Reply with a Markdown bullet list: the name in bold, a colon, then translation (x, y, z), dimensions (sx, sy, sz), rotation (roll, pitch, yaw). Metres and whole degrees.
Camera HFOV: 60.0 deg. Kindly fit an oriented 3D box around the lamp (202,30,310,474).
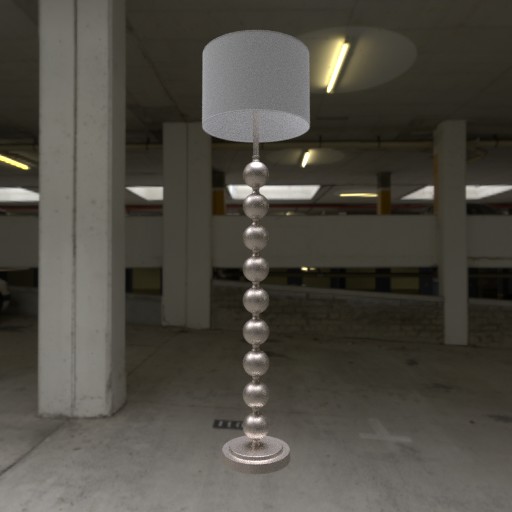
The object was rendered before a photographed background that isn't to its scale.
- **lamp**: translation (0.000, 0.000, 1.625), dimensions (0.394, 1.474, 0.394), rotation (0, -1, 1)
